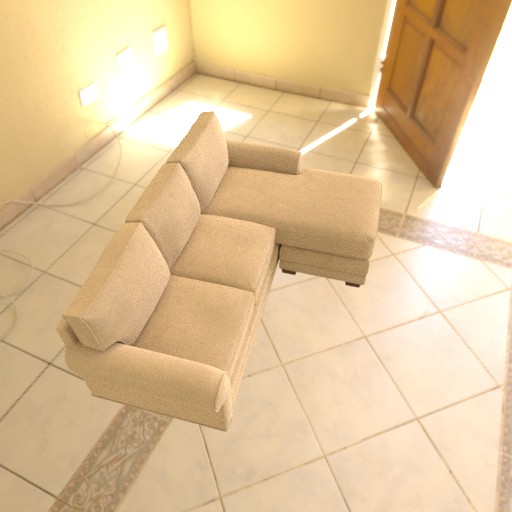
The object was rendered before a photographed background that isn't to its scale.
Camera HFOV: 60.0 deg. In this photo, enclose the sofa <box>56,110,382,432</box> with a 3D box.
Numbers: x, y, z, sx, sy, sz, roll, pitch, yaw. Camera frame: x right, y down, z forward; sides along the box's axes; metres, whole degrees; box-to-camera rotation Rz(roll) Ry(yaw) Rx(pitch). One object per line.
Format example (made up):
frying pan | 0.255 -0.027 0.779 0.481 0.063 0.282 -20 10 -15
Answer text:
sofa | 0.000 0.000 2.349 1.226 0.734 1.770 11 48 10
